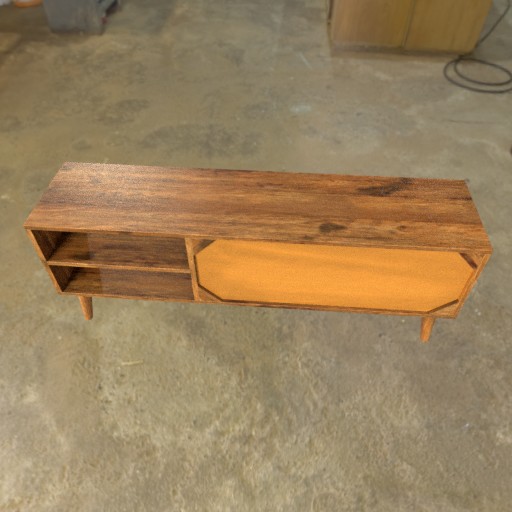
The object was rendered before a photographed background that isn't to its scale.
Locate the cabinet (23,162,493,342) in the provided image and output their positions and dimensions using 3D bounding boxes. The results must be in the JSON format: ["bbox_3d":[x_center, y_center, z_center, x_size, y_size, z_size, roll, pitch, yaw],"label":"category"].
[{"bbox_3d":[0.000,0.000,1.672,1.448,0.528,0.349,3,47,3],"label":"cabinet"}]
